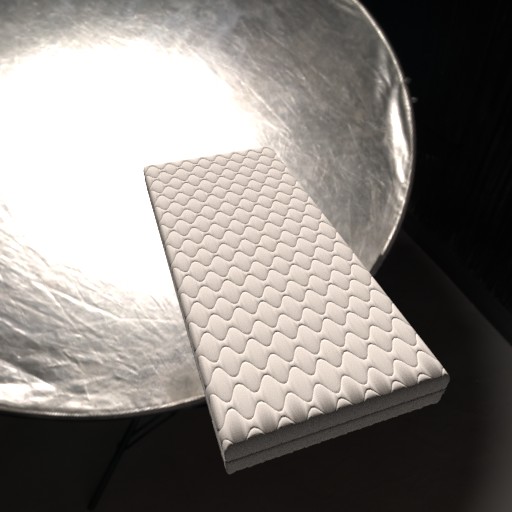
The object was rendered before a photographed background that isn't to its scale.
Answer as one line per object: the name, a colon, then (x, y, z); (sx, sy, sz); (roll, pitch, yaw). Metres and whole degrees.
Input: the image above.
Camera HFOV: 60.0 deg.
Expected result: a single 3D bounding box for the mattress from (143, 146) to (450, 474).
mattress: (0.000, 0.000, 2.341); (0.900, 0.200, 2.000); (-13, 42, -14)
